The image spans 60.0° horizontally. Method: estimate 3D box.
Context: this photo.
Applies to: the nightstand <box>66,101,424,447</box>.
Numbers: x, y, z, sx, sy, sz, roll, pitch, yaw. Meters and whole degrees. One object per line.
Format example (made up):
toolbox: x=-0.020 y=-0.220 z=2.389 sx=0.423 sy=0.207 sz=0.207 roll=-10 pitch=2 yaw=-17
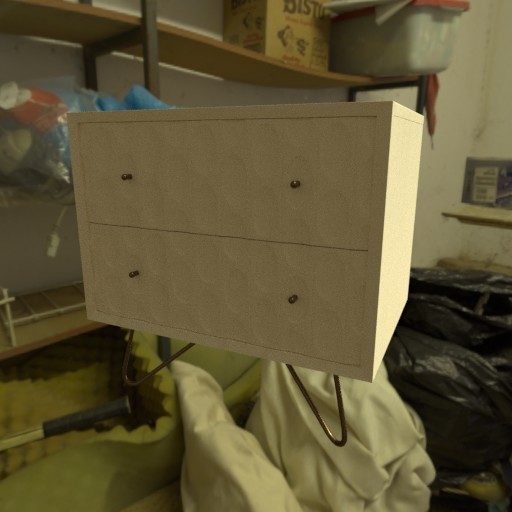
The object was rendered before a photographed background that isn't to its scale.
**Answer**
nightstand: x=0.000 y=0.000 z=0.991 sx=0.614 sy=0.604 sz=0.447 roll=7 pitch=16 yaw=25
